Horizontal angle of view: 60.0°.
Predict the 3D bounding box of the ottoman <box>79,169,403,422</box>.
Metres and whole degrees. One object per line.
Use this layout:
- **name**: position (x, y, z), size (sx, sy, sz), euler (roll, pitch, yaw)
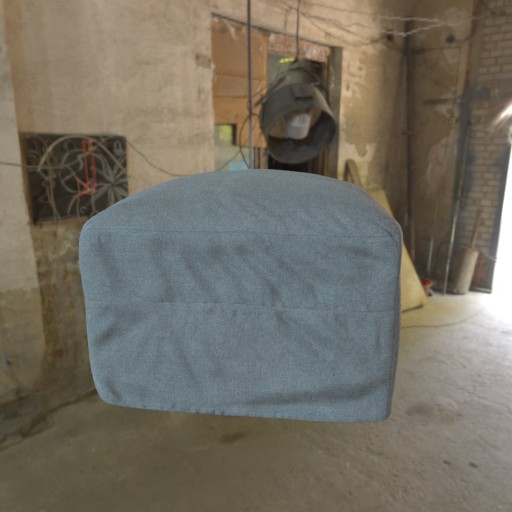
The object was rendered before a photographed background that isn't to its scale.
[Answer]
- **ottoman**: position (0.000, 0.000, 1.268), size (0.683, 0.481, 0.837), euler (2, 15, 6)
